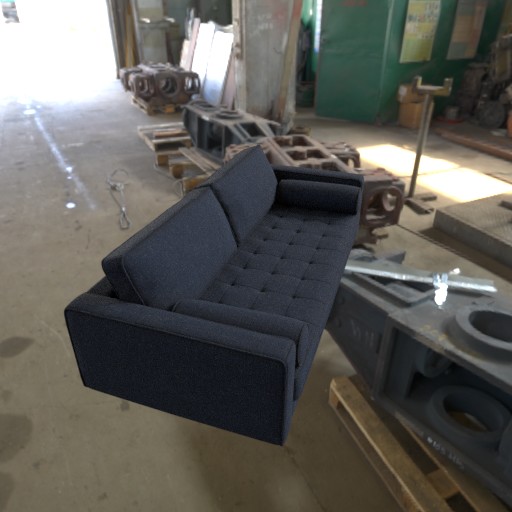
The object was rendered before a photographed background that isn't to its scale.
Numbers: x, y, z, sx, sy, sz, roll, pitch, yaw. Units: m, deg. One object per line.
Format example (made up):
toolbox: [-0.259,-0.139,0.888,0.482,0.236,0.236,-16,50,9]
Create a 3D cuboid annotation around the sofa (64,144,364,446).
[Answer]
sofa: [0.000,0.000,2.401,0.914,0.762,1.880,10,32,17]
